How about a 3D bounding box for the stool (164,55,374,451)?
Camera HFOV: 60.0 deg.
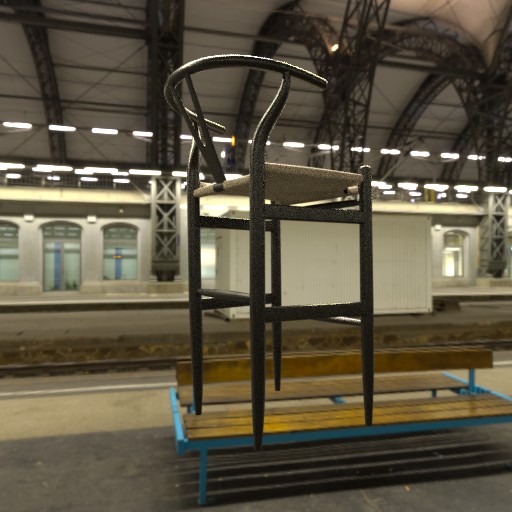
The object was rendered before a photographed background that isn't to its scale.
[{"bbox_3d":[0.000,0.000,1.436,0.579,1.072,0.569,0,-1,-36],"label":"stool"}]
